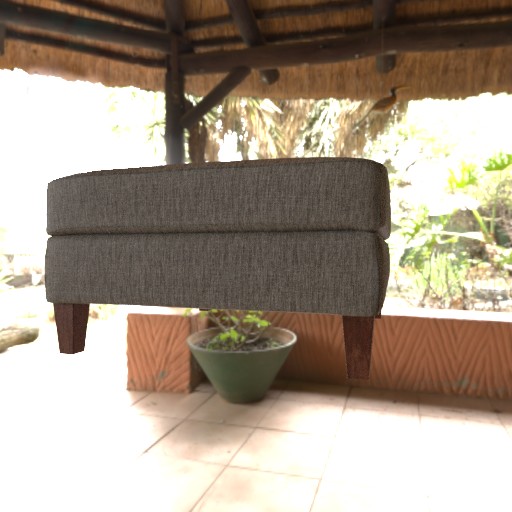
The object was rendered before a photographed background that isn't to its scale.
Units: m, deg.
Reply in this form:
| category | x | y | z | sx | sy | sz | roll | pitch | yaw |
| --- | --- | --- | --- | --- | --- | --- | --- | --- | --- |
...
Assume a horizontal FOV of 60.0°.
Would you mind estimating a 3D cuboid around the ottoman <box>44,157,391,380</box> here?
| category | x | y | z | sx | sy | sz | roll | pitch | yaw |
| --- | --- | --- | --- | --- | --- | --- | --- | --- | --- |
| ottoman | 0.000 | 0.000 | 1.445 | 0.839 | 0.492 | 0.994 | 0 | 1 | 17 |
